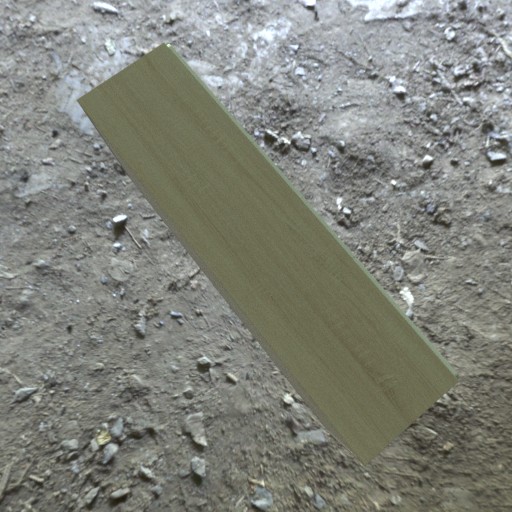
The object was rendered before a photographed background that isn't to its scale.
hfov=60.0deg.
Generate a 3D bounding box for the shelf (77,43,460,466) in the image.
[{"bbox_3d":[0.000,0.000,1.798,0.400,0.780,1.490,-38,79,-9],"label":"shelf"}]
